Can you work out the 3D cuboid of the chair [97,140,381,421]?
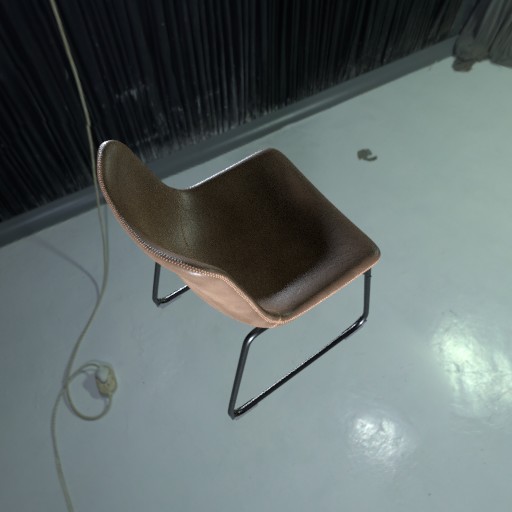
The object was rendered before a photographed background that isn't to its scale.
[{"bbox_3d":[0.000,0.000,1.121,0.551,0.780,0.460,-32,64,-18],"label":"chair"}]
